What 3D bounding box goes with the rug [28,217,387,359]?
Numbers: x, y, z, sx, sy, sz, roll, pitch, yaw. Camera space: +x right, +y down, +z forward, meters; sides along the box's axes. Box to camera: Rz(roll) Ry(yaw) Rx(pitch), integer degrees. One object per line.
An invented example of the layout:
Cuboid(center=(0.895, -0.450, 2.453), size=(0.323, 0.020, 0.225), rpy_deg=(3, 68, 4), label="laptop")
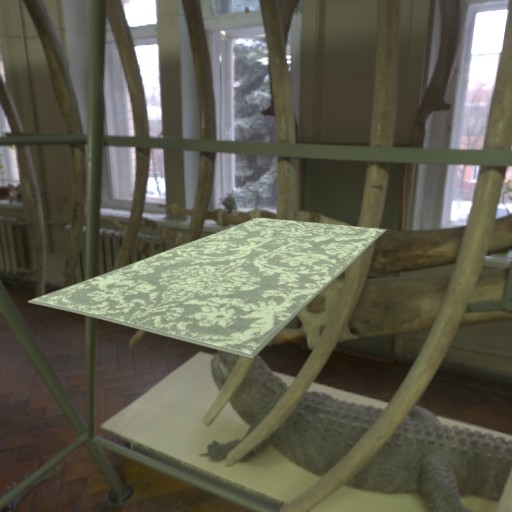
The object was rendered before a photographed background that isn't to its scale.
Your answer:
Cuboid(center=(0.000, 0.000, 1.444), size=(0.604, 0.007, 1.219), rpy_deg=(8, 17, 26), label="rug")
